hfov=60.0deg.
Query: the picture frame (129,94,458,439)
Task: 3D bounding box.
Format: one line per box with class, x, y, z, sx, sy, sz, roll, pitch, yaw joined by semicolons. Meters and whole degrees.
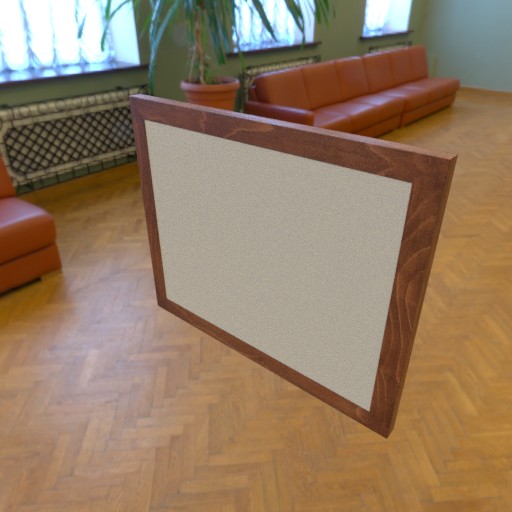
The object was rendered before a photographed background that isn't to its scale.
picture frame;0.000;0.000;0.751;0.559;0.457;0.025;22;37;33
